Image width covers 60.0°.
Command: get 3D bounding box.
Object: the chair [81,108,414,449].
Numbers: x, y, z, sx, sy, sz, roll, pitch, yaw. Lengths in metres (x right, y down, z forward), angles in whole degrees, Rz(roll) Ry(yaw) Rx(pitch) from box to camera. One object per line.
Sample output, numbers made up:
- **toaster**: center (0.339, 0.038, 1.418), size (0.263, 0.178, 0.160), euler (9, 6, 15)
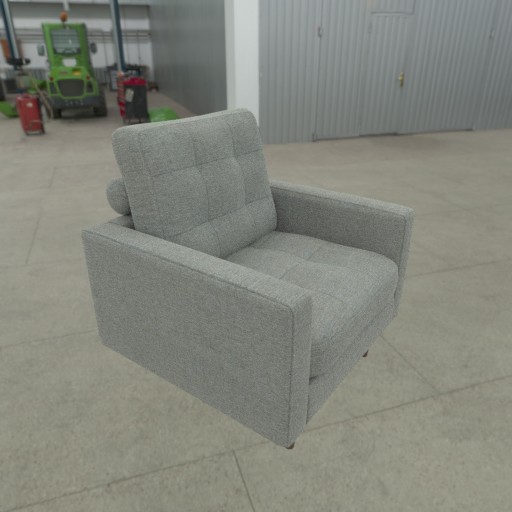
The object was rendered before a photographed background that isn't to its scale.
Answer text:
- **chair**: center (0.000, 0.000, 1.515), size (0.843, 0.880, 0.821), euler (17, 30, 32)
